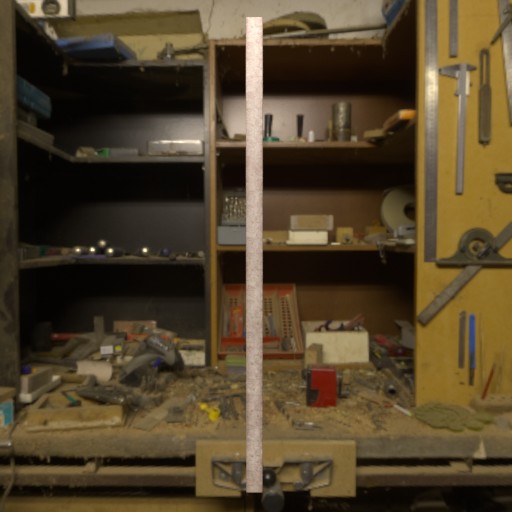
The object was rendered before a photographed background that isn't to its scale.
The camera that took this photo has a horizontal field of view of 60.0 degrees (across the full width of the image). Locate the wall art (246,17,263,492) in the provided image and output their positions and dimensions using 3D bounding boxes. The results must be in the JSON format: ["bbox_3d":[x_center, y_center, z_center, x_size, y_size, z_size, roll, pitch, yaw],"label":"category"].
[{"bbox_3d":[0.000,0.000,1.684,0.051,1.461,0.648,0,3,1],"label":"wall art"}]
